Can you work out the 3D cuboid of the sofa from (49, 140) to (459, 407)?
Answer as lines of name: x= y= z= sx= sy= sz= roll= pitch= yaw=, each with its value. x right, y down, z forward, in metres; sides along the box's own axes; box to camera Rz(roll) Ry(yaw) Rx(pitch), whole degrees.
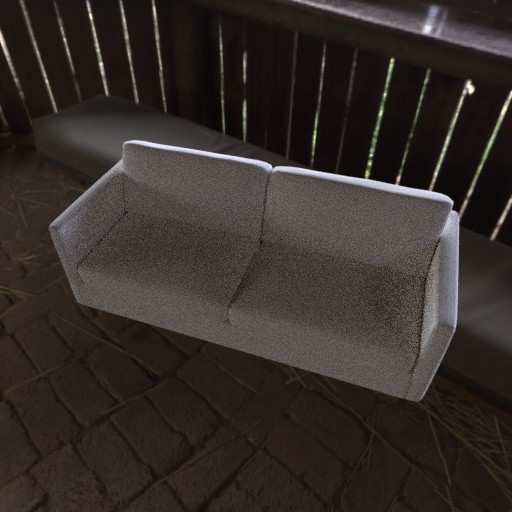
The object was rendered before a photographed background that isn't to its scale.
sofa: x=0.000 y=0.000 z=2.627 sx=2.139 sy=0.933 sz=0.924 roll=13 pitch=44 yaw=14
